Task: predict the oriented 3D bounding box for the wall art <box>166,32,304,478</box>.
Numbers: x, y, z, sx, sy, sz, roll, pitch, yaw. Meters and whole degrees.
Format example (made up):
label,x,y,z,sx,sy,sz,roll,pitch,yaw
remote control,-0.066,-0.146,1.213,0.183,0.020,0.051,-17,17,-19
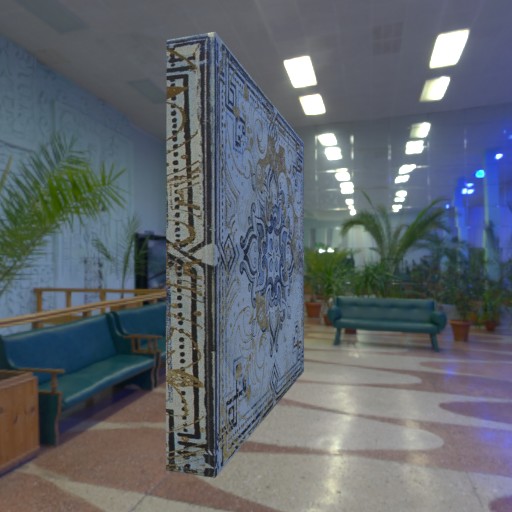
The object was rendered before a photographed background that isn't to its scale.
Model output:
label,x,y,z,sx,sy,sz,roll,pitch,yaw
wall art,0.000,0.000,0.452,0.038,0.306,0.302,0,-1,18
